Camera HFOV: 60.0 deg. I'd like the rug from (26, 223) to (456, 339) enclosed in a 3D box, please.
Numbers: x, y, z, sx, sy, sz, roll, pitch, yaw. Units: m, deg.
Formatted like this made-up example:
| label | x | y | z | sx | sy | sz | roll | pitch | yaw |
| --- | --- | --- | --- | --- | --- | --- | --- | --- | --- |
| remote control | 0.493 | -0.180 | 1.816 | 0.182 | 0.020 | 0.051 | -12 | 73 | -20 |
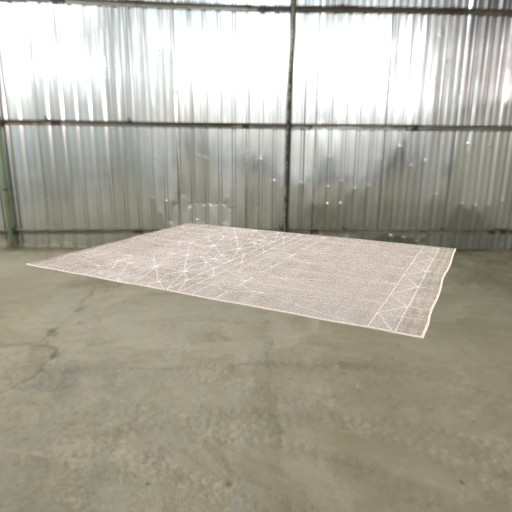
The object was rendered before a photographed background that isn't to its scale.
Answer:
| label | x | y | z | sx | sy | sz | roll | pitch | yaw |
| --- | --- | --- | --- | --- | --- | --- | --- | --- | --- |
| rug | 0.000 | 0.000 | 4.240 | 3.357 | 0.019 | 2.449 | 7 | 16 | 27 |
